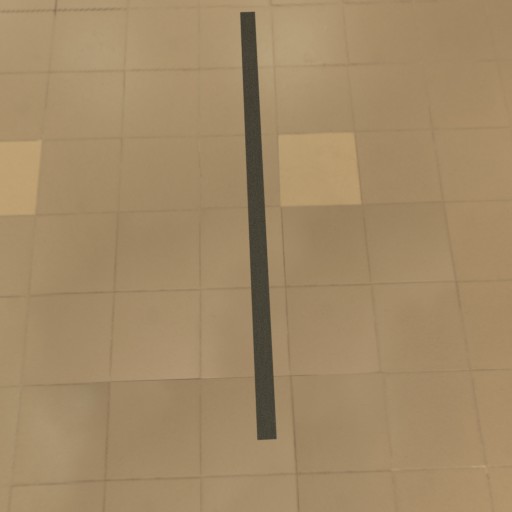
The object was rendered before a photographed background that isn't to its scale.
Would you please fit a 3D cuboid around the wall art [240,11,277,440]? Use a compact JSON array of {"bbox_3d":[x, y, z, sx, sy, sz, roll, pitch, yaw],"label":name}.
[{"bbox_3d":[0.000,0.000,1.487,0.038,1.016,1.016,-2,75,-1],"label":"wall art"}]
